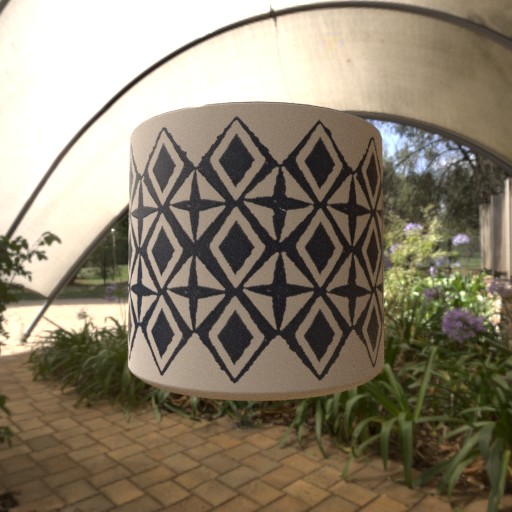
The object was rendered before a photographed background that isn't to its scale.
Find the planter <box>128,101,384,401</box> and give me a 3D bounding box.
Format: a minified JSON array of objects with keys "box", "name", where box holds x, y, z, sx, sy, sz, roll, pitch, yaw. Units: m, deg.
[{"box":[0.000,0.000,0.405,0.224,0.203,0.224,0,-1,0],"name":"planter"}]
